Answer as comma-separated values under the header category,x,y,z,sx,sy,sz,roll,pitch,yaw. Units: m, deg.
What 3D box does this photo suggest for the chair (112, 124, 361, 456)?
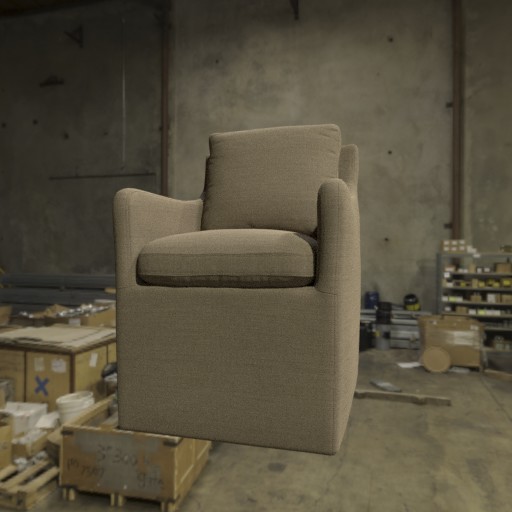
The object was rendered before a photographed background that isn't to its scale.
category,x,y,z,sx,sy,sz,roll,pitch,yaw
chair,0.000,0.000,1.389,0.626,0.914,0.694,0,0,16
